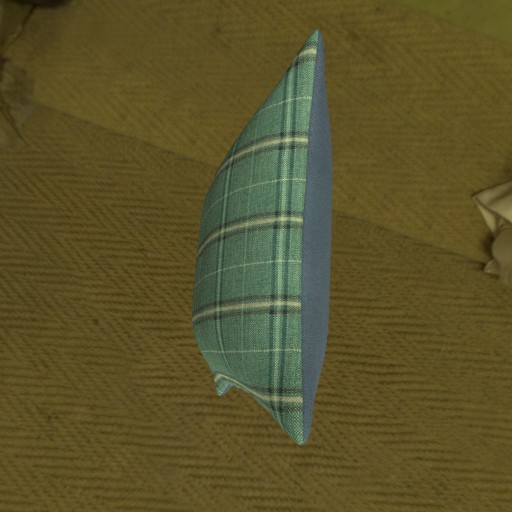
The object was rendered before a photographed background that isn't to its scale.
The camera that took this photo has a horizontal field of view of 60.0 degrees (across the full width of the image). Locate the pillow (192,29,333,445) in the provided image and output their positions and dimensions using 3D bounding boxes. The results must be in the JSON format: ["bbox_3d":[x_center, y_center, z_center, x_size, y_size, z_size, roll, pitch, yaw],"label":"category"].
[{"bbox_3d":[0.000,0.000,0.671,0.200,0.430,0.453,4,77,1],"label":"pillow"}]
